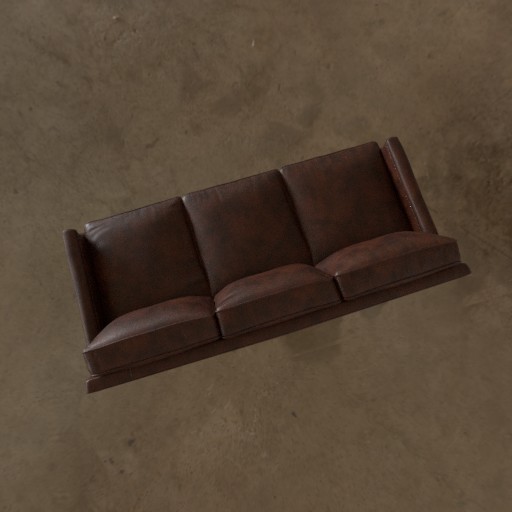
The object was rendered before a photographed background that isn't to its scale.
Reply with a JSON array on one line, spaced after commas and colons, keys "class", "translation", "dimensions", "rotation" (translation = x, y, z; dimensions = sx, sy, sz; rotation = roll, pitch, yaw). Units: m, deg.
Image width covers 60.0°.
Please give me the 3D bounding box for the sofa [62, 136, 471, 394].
[{"class": "sofa", "translation": [0.000, 0.000, 2.815], "dimensions": [2.240, 1.003, 1.084], "rotation": [-17, 76, -4]}]
